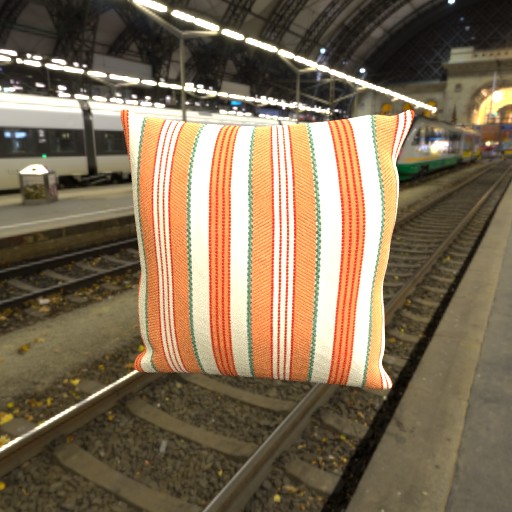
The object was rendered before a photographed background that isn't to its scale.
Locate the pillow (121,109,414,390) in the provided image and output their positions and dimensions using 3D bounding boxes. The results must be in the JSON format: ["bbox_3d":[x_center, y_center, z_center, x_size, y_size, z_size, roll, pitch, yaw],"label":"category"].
[{"bbox_3d":[0.000,0.000,0.690,0.440,0.441,0.182,2,14,9],"label":"pillow"}]
